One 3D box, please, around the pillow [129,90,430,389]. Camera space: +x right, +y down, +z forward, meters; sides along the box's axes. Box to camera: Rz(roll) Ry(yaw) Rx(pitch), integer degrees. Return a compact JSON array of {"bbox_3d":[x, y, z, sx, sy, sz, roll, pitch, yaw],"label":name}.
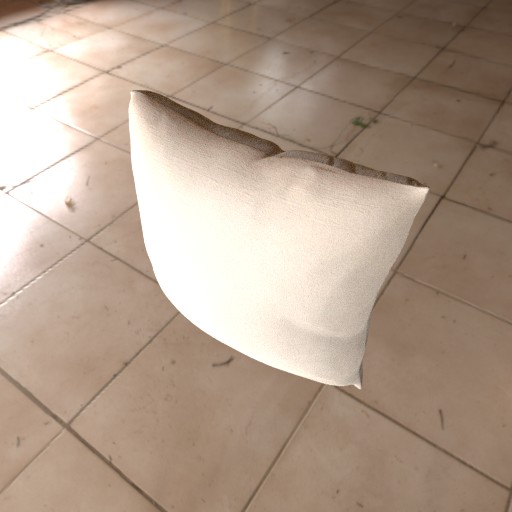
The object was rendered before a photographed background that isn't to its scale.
[{"bbox_3d":[0.000,0.000,0.723,0.450,0.448,0.245,26,52,22],"label":"pillow"}]
